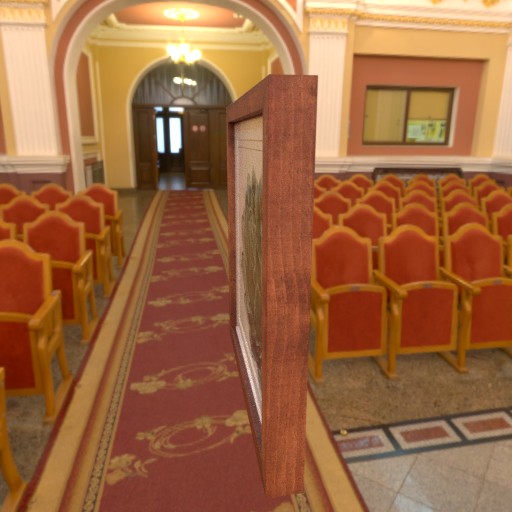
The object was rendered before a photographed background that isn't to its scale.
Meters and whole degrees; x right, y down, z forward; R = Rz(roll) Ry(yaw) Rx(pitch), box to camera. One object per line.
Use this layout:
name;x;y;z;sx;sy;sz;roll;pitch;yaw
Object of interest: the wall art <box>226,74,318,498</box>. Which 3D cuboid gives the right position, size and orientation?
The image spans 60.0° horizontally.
wall art;0.000;0.000;0.569;0.038;0.385;0.386;-2;15;-8
